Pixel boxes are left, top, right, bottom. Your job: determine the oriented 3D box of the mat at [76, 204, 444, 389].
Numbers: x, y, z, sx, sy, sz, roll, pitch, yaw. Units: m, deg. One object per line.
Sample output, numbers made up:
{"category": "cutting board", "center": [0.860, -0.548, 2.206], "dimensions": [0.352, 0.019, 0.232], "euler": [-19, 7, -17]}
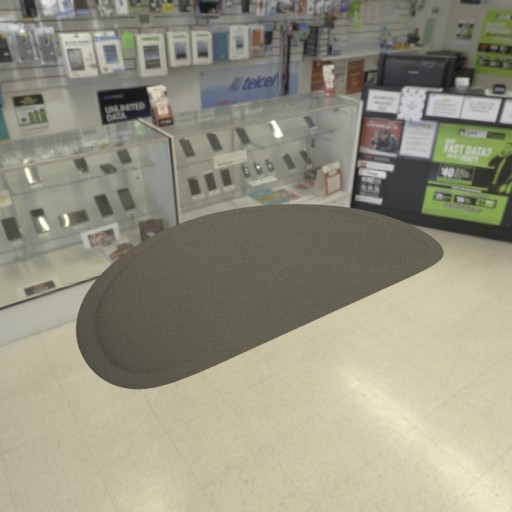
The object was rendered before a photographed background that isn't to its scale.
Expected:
{"category": "mat", "center": [0.000, 0.000, 1.847], "dimensions": [1.524, 0.013, 0.913], "euler": [-19, 36, -28]}
